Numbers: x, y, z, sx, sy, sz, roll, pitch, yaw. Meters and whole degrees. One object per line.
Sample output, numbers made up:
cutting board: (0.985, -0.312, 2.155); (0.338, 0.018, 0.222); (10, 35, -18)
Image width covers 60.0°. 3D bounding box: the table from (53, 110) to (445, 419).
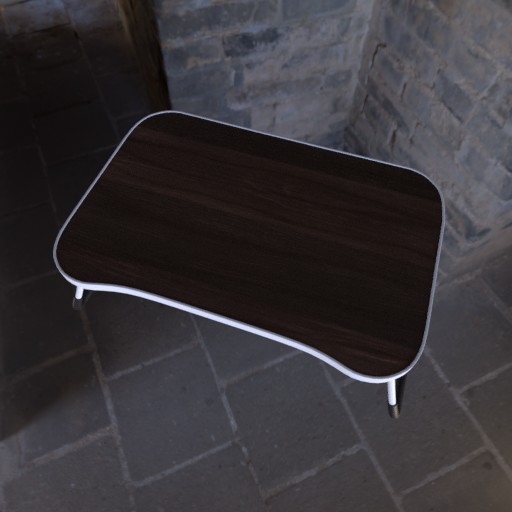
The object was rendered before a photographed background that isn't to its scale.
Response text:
table: (0.000, 0.000, 0.835); (0.660, 0.232, 0.400); (17, 60, 10)
